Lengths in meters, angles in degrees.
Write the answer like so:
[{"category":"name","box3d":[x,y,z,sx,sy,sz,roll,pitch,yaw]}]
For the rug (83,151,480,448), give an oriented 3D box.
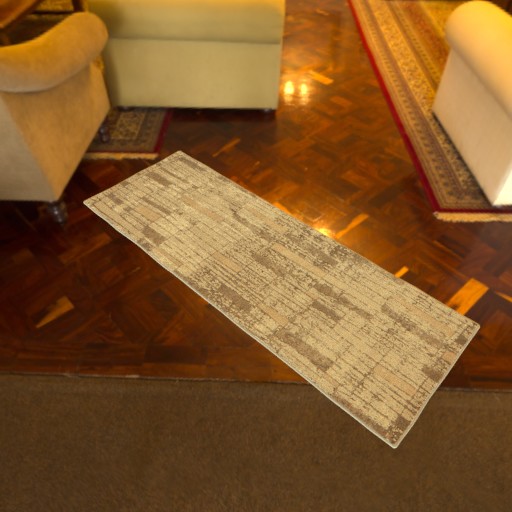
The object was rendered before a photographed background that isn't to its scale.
[{"category":"rug","box3d":[0.000,0.000,2.629,2.383,0.018,0.857,34,55,28]}]
